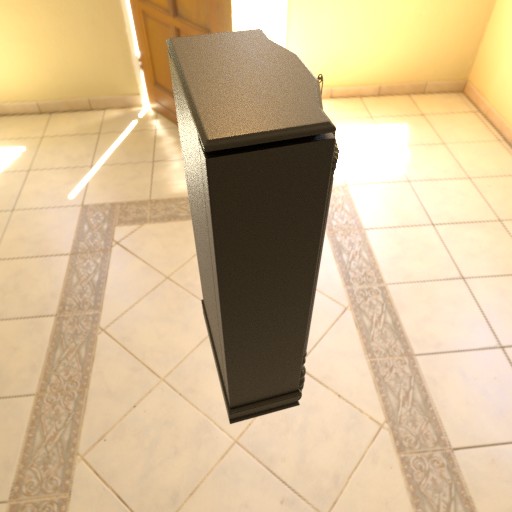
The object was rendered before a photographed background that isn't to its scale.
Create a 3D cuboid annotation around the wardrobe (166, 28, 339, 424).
[{"bbox_3d":[0.000,0.000,1.199,0.295,1.011,0.444,-12,48,-11],"label":"wardrobe"}]
